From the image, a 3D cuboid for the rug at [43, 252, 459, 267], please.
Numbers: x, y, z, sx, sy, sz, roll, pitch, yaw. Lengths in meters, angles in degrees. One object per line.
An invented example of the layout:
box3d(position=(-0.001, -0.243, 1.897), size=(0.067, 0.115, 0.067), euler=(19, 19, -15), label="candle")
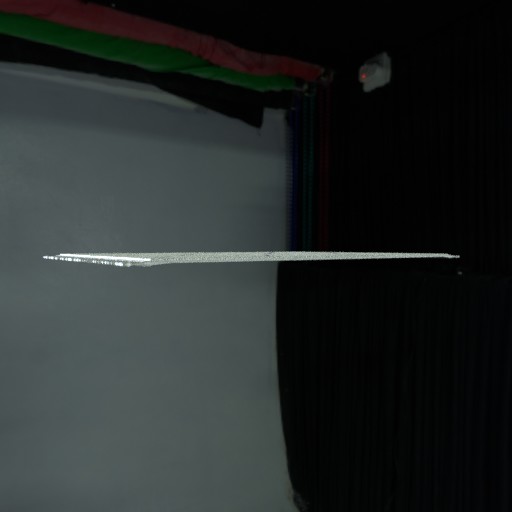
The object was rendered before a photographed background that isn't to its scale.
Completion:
box3d(position=(0.000, 0.000, 2.902), size=(2.307, 0.031, 1.494), euler=(-1, 1, -36), label="rug")
